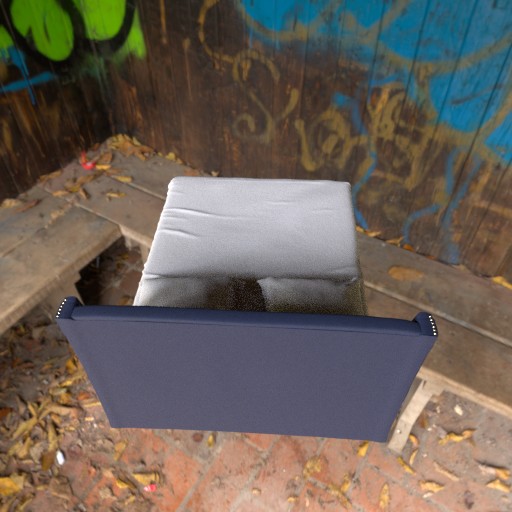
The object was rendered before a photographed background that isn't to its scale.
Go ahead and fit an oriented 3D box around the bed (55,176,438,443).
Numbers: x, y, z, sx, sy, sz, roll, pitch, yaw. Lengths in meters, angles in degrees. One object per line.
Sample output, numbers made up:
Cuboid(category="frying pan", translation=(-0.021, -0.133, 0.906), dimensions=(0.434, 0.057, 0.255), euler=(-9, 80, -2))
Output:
Cuboid(category="bed", translation=(0.000, 0.000, 3.416), dimensions=(1.925, 1.332, 2.276), euler=(2, 46, 2))
